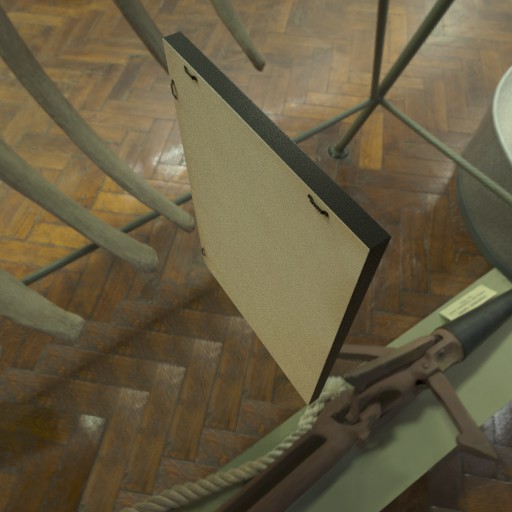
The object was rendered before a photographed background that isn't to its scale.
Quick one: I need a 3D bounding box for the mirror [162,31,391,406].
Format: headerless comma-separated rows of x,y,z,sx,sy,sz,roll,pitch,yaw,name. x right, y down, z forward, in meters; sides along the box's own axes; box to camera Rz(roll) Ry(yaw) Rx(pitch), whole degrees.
0.000,0.000,0.923,0.039,0.710,0.507,-30,62,-18,mirror
